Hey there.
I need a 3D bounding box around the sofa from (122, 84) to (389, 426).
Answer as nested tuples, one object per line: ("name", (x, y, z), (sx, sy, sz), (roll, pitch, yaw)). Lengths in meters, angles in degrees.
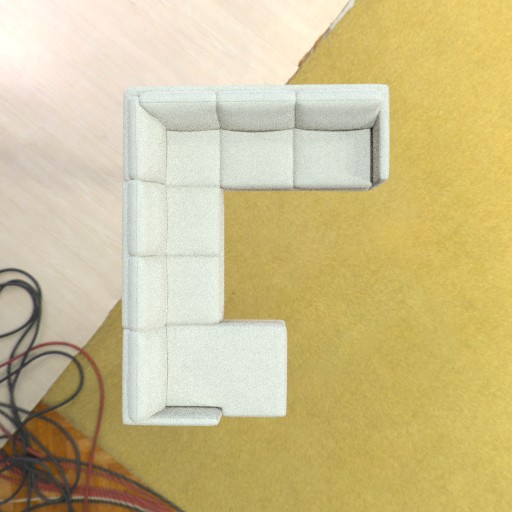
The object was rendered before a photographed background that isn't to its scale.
("sofa", (0.000, 0.000, 4.436), (2.551, 0.853, 3.238), (0, 90, 2))
